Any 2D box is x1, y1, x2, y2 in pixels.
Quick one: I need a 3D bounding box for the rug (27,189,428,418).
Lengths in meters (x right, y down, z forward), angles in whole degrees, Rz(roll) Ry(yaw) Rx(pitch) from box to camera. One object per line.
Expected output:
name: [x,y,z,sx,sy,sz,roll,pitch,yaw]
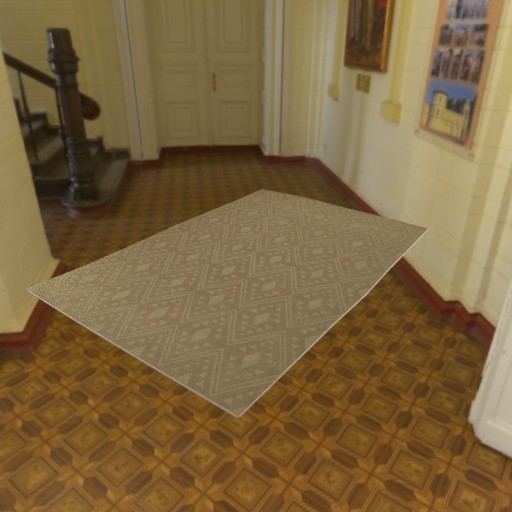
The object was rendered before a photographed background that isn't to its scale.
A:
rug: [0.000,0.000,2.347,1.252,0.034,1.829,19,33,32]
